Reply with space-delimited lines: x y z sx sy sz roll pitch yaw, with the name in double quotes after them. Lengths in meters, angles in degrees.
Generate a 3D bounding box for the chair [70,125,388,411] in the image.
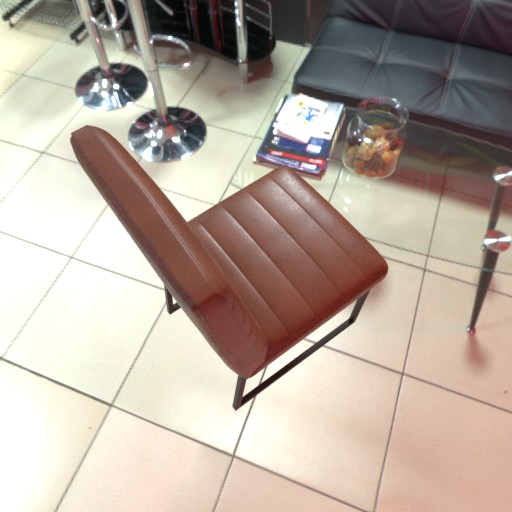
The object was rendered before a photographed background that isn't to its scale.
0.000 0.000 1.299 0.634 0.930 0.520 -32 64 -18 "chair"
